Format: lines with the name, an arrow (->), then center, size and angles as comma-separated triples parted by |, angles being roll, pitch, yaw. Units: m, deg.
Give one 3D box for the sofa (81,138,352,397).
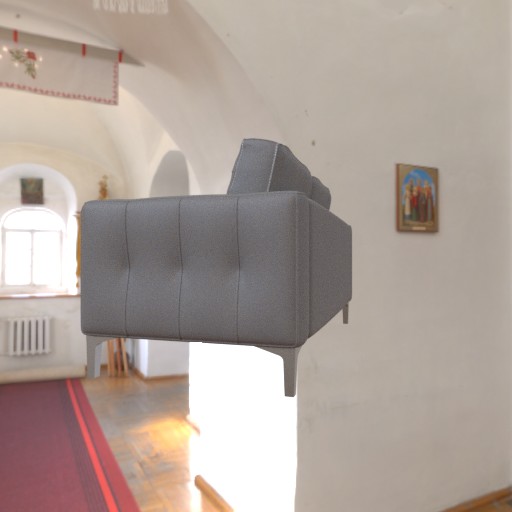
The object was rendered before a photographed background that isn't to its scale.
sofa -> 0.000, 0.000, 2.288 | 0.833, 0.892, 1.726 | 0, 0, 18
